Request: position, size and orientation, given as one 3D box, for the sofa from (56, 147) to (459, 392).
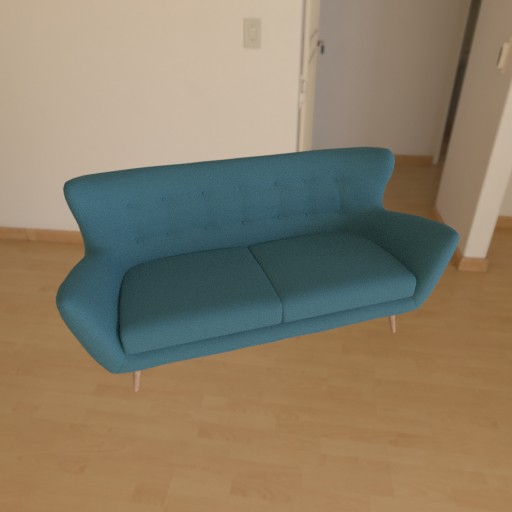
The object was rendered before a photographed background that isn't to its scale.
[{"bbox_3d":[0.000,0.000,2.414,1.930,0.890,0.889,-9,32,-15],"label":"sofa"}]
